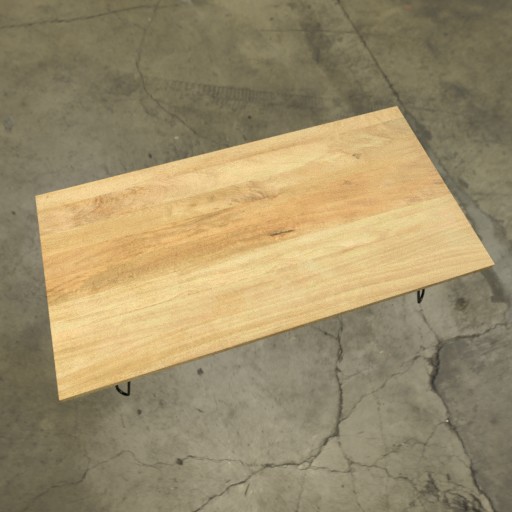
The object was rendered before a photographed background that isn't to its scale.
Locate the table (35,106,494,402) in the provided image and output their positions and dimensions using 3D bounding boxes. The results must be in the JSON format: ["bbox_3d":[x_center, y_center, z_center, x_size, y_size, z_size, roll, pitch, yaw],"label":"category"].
[{"bbox_3d":[0.000,0.000,1.622,1.348,0.400,0.699,-16,65,-8],"label":"table"}]
